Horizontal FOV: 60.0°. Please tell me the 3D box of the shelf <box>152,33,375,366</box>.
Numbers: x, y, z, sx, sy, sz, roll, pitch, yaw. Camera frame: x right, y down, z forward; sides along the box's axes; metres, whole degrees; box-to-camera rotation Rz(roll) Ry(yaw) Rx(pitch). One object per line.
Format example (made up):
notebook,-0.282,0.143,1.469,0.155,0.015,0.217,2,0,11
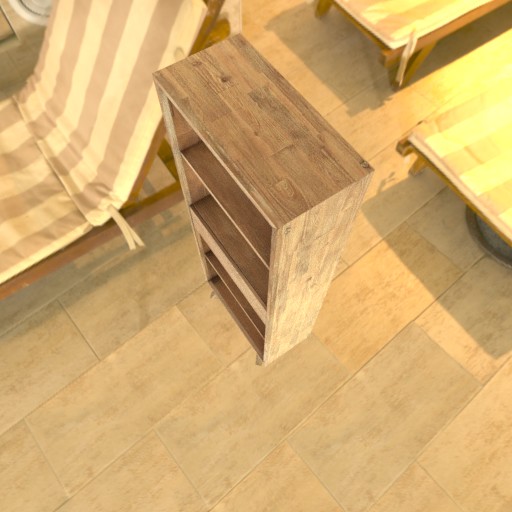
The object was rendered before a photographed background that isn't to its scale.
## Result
shelf,0.000,0.000,1.552,0.267,1.342,0.491,-32,68,-14
